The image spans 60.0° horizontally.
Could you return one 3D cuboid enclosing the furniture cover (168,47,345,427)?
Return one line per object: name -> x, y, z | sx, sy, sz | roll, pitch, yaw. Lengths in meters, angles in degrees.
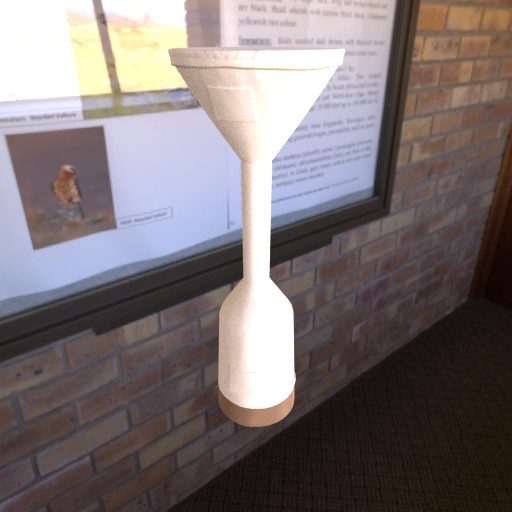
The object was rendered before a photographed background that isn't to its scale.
furniture cover -> 0.000, 0.000, 2.840 | 0.914, 2.413, 0.914 | 8, 27, 16
